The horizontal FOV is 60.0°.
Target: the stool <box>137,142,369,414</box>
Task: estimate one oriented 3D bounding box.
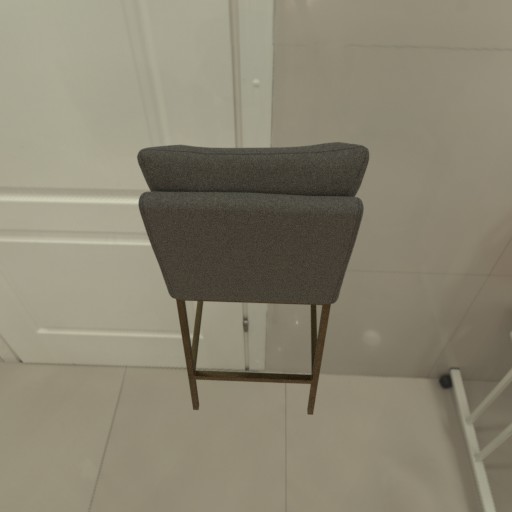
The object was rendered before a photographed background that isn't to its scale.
[{"bbox_3d":[0.000,0.000,1.341,0.463,1.030,0.569,2,48,2],"label":"stool"}]
